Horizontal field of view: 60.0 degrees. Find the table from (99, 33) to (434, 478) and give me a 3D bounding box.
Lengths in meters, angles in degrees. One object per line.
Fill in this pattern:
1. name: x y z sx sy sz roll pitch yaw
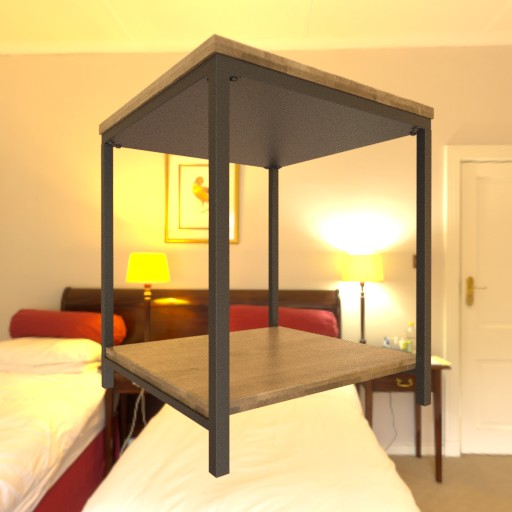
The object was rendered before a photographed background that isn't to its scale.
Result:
1. table: 0.000 0.000 0.937 0.503 0.589 0.507 0 0 -36
